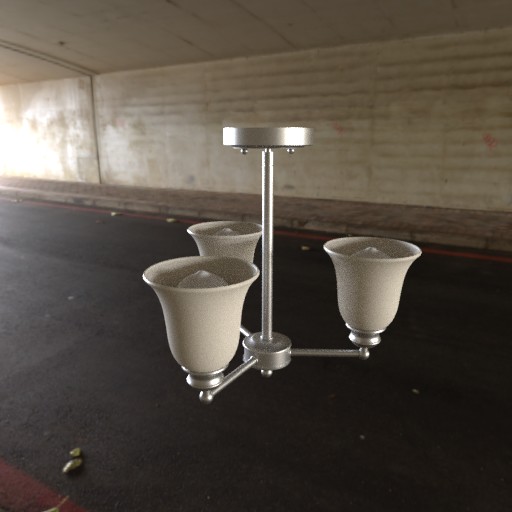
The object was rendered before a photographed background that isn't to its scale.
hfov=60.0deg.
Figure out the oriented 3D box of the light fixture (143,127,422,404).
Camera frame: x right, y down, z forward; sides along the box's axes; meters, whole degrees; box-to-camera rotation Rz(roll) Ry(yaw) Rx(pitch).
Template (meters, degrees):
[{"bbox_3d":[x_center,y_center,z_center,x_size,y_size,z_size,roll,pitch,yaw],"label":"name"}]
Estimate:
[{"bbox_3d":[0.000,0.000,0.672,0.388,0.370,0.354,-7,17,-26],"label":"light fixture"}]
